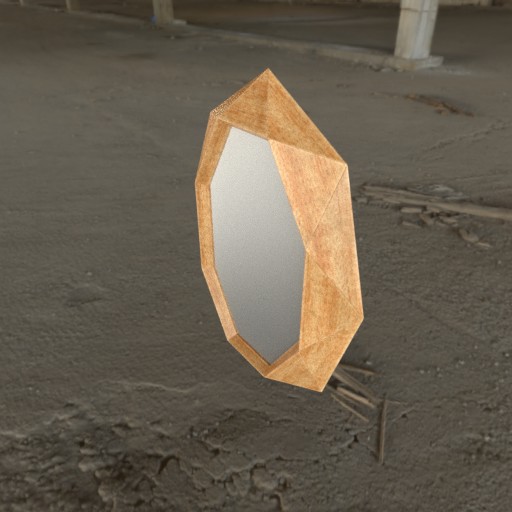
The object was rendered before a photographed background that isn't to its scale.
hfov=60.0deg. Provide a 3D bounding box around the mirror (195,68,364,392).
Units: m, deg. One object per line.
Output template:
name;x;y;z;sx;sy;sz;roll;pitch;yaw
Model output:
mirror;0.000;0.000;0.987;0.070;0.774;0.577;-22;38;-30
